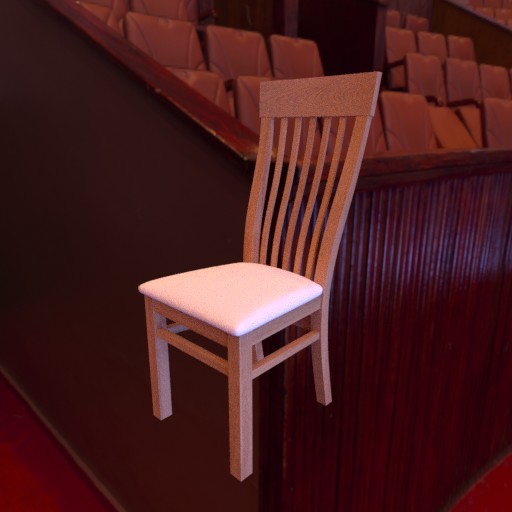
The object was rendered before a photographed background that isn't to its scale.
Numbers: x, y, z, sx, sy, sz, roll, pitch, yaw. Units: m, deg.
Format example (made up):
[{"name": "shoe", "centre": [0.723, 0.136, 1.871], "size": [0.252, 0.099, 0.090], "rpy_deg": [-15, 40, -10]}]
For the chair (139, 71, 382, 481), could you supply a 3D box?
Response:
[{"name": "chair", "centre": [0.000, 0.000, 1.350], "size": [0.450, 1.050, 0.580], "rpy_deg": [15, 22, 42]}]
